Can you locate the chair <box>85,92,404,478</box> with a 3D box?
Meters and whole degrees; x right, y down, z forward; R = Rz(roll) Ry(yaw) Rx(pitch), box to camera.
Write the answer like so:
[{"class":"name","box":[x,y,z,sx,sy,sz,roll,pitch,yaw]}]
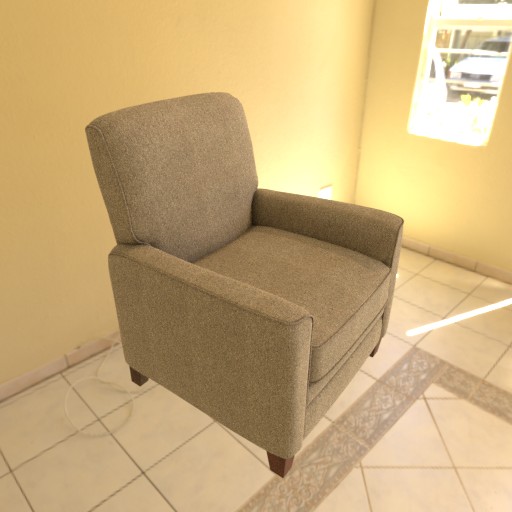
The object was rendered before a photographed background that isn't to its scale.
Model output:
[{"class":"chair","box":[0.000,0.000,1.608,0.858,1.028,0.841,19,34,31]}]
